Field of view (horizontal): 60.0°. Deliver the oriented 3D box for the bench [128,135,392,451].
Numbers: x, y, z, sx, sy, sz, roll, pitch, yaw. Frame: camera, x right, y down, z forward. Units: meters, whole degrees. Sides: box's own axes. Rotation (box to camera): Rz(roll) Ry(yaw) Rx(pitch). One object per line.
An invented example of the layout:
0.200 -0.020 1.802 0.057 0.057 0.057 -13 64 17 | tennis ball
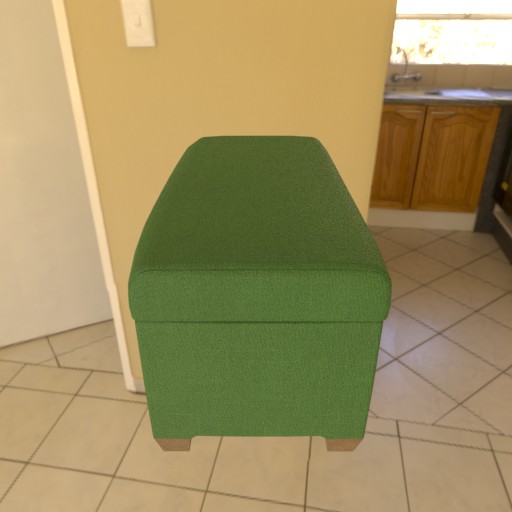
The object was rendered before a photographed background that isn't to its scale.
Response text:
0.000 0.000 1.294 0.505 0.501 0.989 0 28 0 | bench
